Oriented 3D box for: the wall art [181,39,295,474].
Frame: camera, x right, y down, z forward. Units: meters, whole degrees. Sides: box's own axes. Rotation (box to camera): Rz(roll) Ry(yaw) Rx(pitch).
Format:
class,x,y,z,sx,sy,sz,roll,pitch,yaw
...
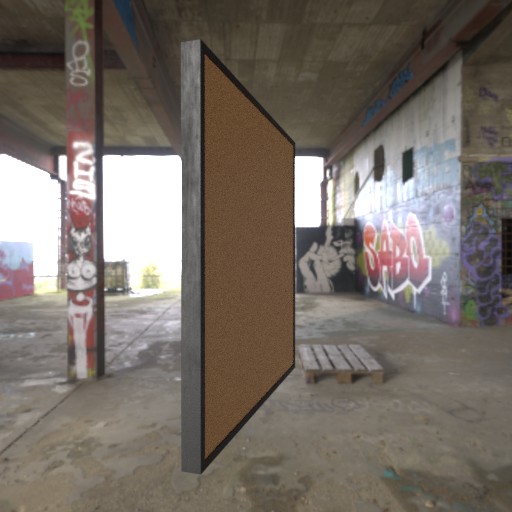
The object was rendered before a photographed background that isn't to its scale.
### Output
class,x,y,z,sx,sy,sz,roll,pitch,yaw
wall art,0.000,0.000,1.144,0.039,0.763,0.763,0,0,18
